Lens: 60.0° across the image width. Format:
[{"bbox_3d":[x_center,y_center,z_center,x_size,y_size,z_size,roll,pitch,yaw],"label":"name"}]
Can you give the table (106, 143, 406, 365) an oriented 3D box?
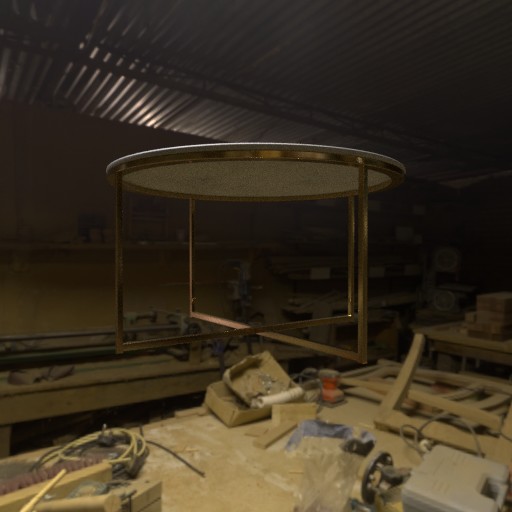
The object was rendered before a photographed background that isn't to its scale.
[{"bbox_3d":[0.000,0.000,1.253,0.800,0.450,0.800,0,1,0],"label":"table"}]
